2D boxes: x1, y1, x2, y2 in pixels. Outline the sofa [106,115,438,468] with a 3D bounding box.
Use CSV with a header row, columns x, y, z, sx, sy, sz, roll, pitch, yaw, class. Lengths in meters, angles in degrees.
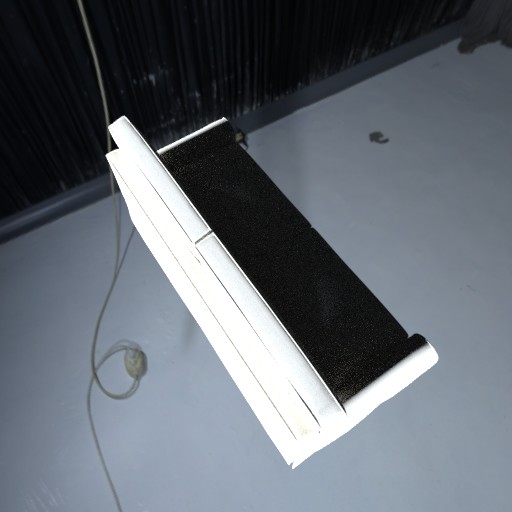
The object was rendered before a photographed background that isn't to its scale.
x,y,z,sx,sy,sz,roll,pitch,yaw,class
0.000,0.000,2.512,0.862,0.937,2.021,-30,63,-17,sofa
